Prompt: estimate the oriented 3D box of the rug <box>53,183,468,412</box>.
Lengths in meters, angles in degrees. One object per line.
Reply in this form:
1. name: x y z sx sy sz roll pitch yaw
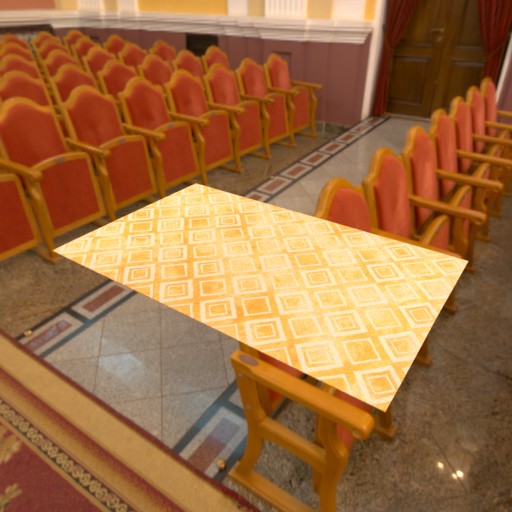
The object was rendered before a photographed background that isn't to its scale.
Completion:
1. rug: 0.000 0.000 3.042 2.424 0.010 1.511 20 36 29
